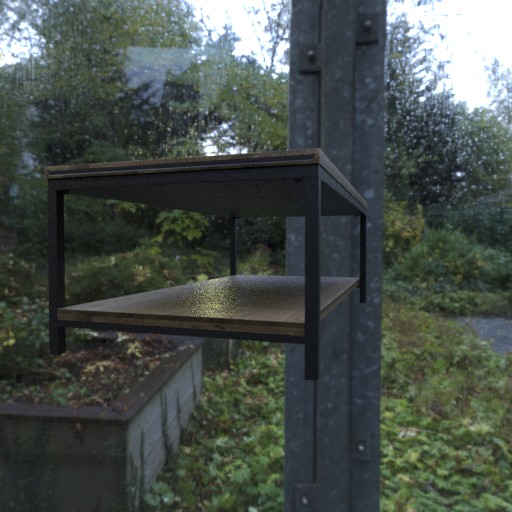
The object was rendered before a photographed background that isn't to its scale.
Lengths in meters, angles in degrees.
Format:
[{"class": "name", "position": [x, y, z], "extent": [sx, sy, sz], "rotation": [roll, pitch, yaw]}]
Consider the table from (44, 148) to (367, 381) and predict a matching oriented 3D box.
[{"class": "table", "position": [0.000, 0.000, 1.339], "extent": [0.574, 0.393, 1.062], "rotation": [1, 2, 18]}]
